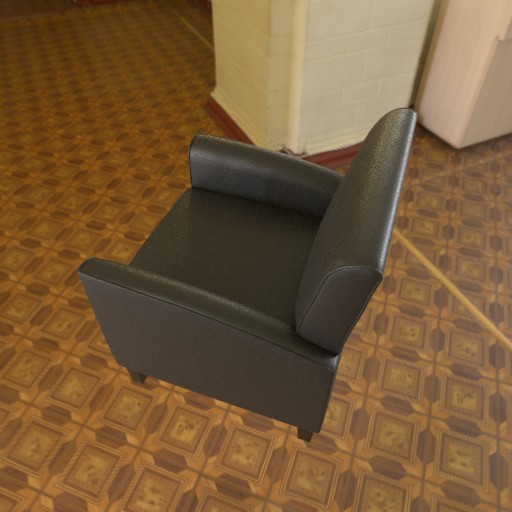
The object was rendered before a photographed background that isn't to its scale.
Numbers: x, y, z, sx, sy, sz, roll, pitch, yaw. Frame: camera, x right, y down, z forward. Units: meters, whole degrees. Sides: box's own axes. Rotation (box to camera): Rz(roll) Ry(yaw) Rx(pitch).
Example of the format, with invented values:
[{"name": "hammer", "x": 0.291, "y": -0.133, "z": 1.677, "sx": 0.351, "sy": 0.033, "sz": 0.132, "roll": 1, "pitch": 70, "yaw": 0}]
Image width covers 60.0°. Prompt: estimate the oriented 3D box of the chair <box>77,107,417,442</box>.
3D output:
[{"name": "chair", "x": 0.000, "y": 0.000, "z": 1.551, "sx": 0.819, "sy": 0.916, "sz": 0.820, "roll": 14, "pitch": 47, "yaw": 14}]
